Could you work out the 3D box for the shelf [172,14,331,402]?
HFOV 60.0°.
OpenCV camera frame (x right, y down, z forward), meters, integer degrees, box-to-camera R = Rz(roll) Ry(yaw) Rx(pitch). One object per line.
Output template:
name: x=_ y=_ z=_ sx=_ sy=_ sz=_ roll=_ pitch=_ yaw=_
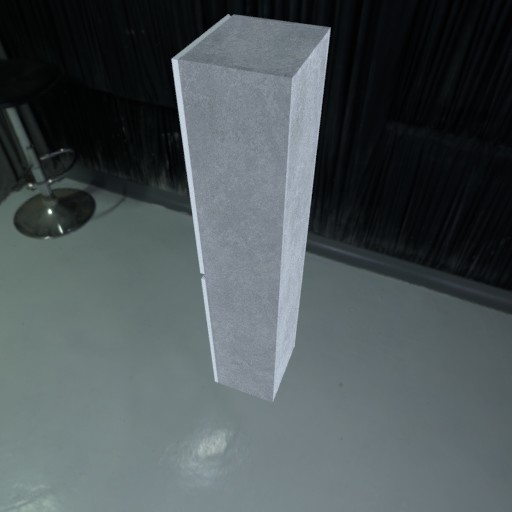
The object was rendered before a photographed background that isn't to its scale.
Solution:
shelf: x=0.000 y=0.000 z=1.511 sx=0.270 sy=1.400 sz=0.300 roll=16 pitch=48 yaw=15
